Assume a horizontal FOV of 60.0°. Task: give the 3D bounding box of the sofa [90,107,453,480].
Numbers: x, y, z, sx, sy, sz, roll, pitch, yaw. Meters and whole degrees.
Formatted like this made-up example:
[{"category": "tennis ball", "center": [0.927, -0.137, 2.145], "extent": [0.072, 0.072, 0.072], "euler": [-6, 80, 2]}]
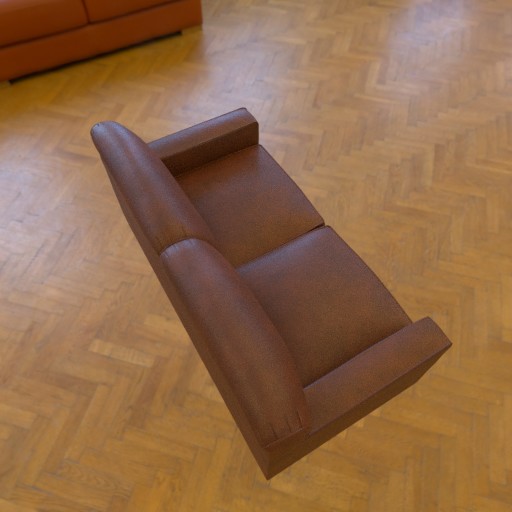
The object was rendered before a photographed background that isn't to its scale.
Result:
[{"category": "sofa", "center": [0.000, 0.000, 2.360], "extent": [1.000, 0.966, 1.856], "euler": [-26, 60, -16]}]
